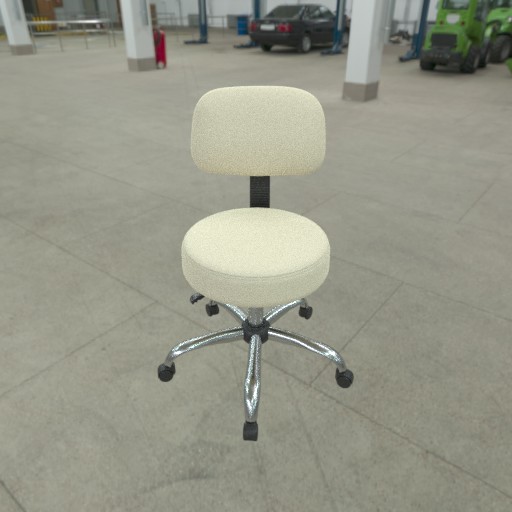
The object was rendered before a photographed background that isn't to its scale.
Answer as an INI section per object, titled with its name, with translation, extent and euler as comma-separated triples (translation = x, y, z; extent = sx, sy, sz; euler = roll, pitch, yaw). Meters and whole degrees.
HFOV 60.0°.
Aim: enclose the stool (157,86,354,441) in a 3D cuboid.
[stool]
translation = 0.000, 0.000, 1.243
extent = 0.609, 0.810, 0.616
euler = 2, 30, 3
